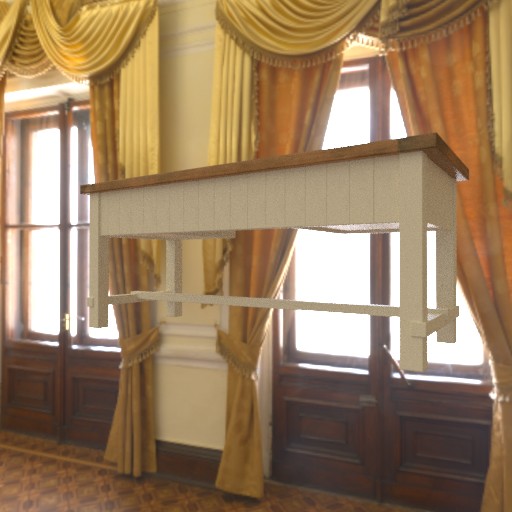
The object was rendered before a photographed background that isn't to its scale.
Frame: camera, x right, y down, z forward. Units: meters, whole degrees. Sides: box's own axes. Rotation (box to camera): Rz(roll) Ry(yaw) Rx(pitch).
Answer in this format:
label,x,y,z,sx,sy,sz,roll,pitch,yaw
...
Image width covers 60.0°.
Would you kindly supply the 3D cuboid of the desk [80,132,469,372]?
label,x,y,z,sx,sy,sz,roll,pitch,yaw
desk,0.000,0.000,2.166,1.803,0.762,0.688,0,-1,33
